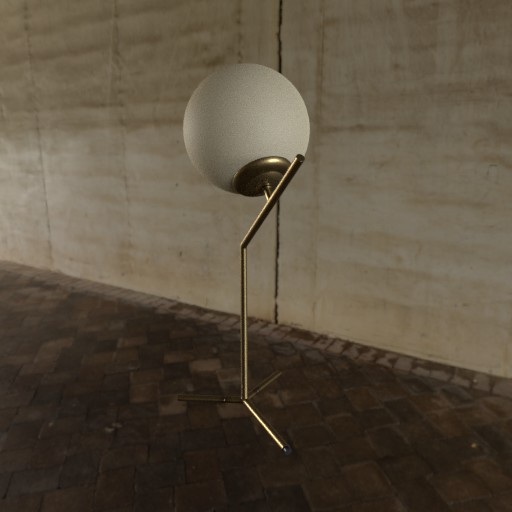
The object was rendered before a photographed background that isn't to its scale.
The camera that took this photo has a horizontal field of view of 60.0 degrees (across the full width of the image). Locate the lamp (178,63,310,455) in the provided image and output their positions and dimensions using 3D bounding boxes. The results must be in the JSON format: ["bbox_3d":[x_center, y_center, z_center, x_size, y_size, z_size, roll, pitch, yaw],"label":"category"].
[{"bbox_3d":[0.000,0.000,0.673,0.210,0.552,0.251,-7,15,-25],"label":"lamp"}]
